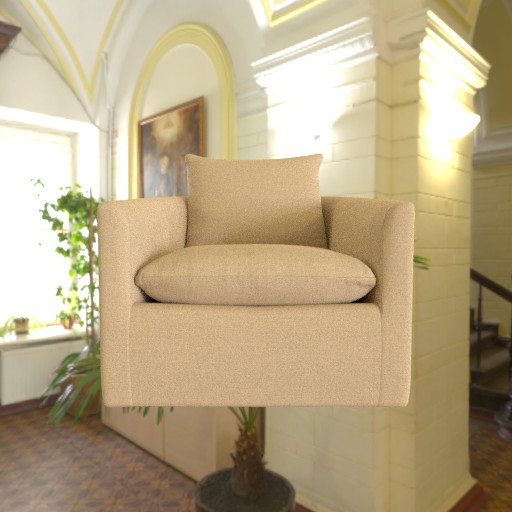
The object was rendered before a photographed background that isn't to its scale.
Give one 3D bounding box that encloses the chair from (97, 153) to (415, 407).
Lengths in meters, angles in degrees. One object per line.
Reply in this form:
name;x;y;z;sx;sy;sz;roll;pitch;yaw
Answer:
chair;0.000;0.000;1.597;0.845;0.848;0.910;0;1;0
